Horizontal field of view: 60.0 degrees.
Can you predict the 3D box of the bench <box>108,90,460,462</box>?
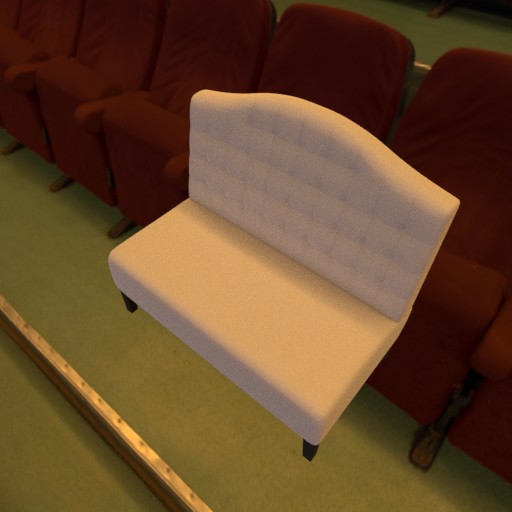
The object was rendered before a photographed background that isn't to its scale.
[{"bbox_3d":[0.000,0.000,2.038,1.335,1.180,0.815,32,55,26],"label":"bench"}]
